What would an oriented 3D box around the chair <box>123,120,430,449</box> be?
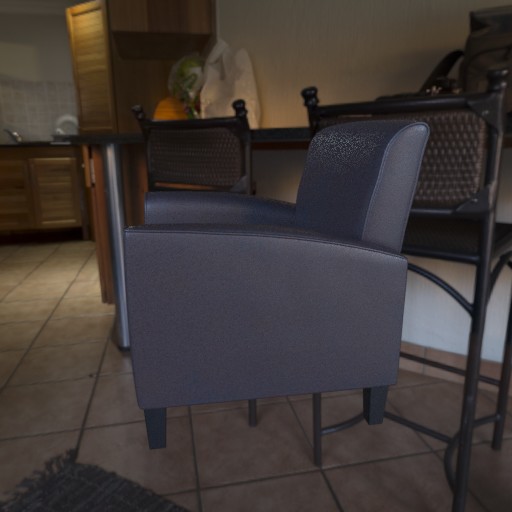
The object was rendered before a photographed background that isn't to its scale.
[{"bbox_3d":[0.000,0.000,1.565,0.819,0.916,0.820,-3,15,-9],"label":"chair"}]
